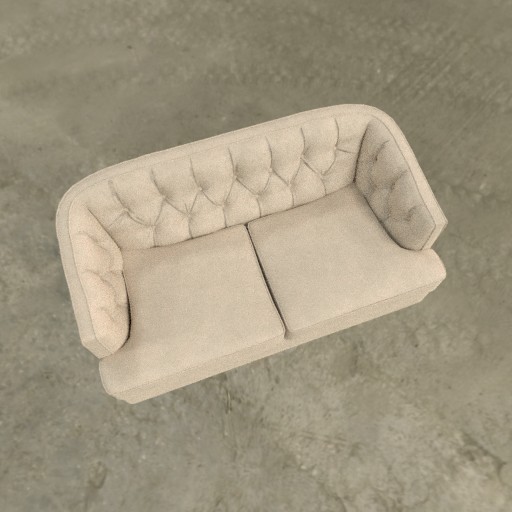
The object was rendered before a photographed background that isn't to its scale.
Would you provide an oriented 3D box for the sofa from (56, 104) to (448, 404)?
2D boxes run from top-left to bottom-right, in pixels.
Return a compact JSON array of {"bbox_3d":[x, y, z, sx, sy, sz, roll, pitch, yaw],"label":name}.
[{"bbox_3d":[0.000,0.000,2.295,1.731,0.878,0.940,-18,65,-8],"label":"sofa"}]
